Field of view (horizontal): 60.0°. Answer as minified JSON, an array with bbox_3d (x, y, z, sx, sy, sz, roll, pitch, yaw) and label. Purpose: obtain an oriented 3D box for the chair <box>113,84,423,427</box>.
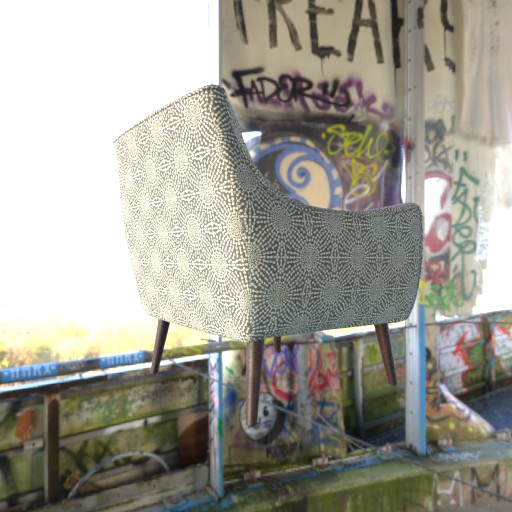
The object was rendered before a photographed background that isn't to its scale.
[{"bbox_3d":[0.000,0.000,1.472,0.787,0.838,0.762,0,0,-36],"label":"chair"}]
